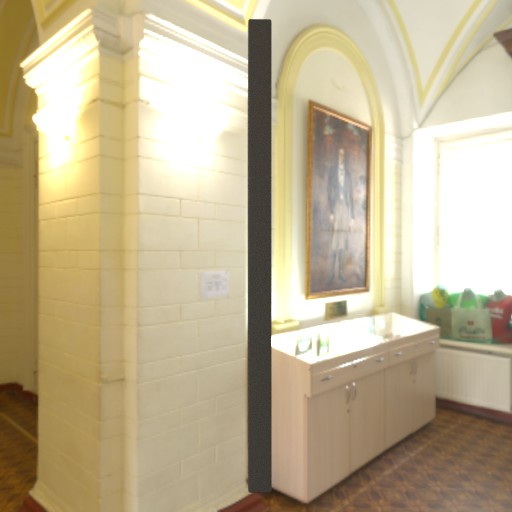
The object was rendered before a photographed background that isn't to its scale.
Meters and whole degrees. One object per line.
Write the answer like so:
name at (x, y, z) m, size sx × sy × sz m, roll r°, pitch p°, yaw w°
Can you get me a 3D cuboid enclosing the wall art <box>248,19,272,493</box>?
wall art at (0.000, 0.000, 0.750) m, size 0.028 × 0.558 × 0.457 m, roll 0°, pitch 0°, yaw -1°
